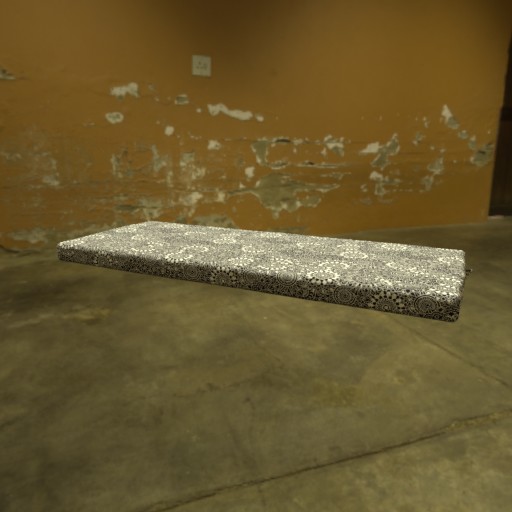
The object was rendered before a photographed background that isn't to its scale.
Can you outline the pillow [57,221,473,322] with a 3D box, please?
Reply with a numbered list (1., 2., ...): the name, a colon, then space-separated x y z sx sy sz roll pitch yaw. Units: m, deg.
1. pillow: 0.000 0.000 1.340 1.187 0.081 0.492 7 16 25
